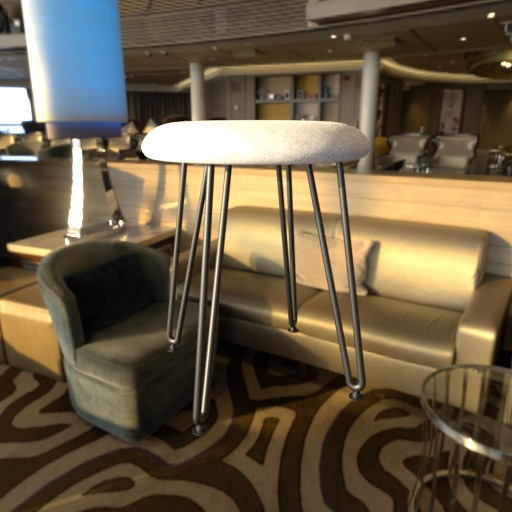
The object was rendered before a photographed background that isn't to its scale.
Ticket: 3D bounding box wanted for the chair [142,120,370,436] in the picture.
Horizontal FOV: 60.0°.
[{"bbox_3d":[0.000,0.000,0.661,0.350,0.386,0.350,8,18,25],"label":"chair"}]
